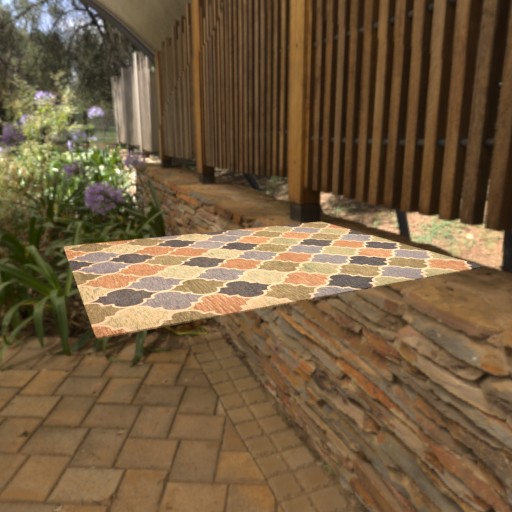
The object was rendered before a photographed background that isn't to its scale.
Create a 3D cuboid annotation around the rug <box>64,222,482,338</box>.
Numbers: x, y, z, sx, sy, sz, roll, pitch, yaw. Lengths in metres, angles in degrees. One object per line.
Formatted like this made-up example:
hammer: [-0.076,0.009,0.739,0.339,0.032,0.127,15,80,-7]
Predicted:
rug: [0.000,0.000,4.198,3.200,0.013,2.439,-7,16,-26]
